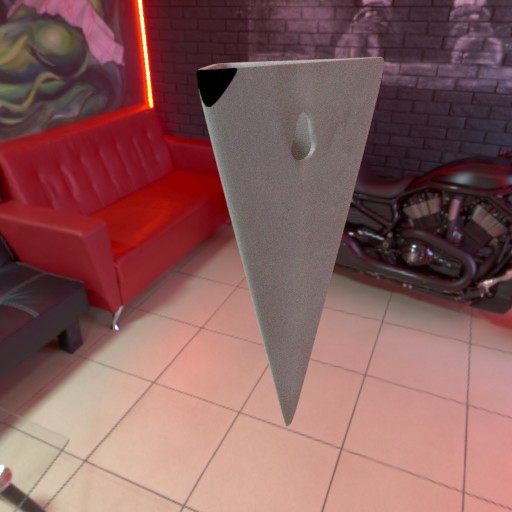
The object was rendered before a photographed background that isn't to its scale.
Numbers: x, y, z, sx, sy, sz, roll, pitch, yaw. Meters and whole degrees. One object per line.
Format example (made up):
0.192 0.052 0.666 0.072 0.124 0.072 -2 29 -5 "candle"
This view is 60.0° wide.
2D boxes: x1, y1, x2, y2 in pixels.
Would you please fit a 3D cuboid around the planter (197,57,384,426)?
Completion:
0.000 0.000 0.157 0.058 0.130 0.047 -18 34 -29 "planter"
